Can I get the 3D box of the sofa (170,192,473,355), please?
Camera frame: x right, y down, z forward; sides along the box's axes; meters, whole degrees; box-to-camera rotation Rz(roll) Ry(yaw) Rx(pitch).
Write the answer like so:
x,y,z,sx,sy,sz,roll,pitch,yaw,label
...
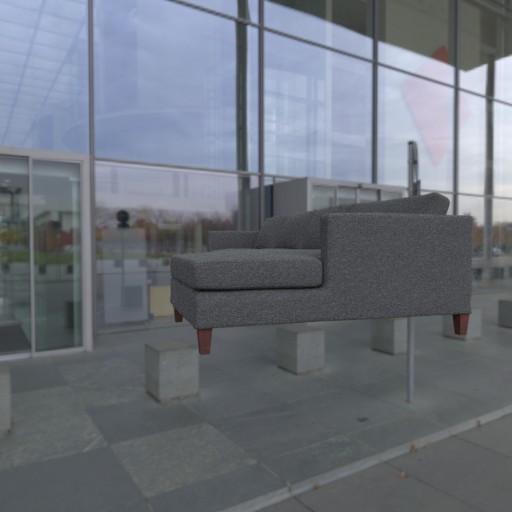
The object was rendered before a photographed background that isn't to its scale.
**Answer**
x,y,z,sx,sy,sz,roll,pitch,yaw,label
0.000,0.000,3.799,1.625,0.846,3.186,0,2,-17,sofa
